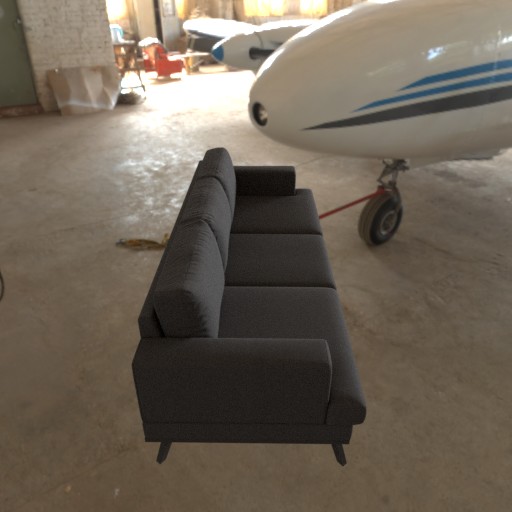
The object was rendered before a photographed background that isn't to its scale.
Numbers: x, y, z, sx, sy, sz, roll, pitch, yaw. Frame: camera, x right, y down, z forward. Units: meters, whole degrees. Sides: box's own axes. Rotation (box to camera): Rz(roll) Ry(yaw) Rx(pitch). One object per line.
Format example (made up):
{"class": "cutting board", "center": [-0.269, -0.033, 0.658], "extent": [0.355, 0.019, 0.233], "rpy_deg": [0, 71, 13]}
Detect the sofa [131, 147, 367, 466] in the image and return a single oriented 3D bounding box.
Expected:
{"class": "sofa", "center": [0.000, 0.000, 2.723], "extent": [0.920, 0.810, 2.310], "rpy_deg": [0, 30, 1]}
